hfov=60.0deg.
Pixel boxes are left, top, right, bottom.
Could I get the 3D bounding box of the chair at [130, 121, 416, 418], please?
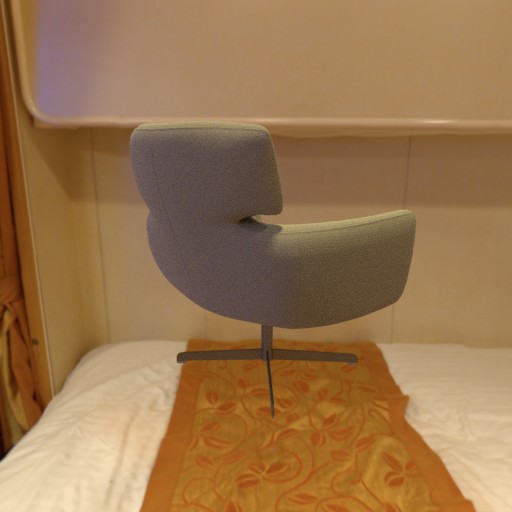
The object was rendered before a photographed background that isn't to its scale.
[{"bbox_3d":[0.000,0.000,1.430,0.760,0.810,0.730,14,20,43],"label":"chair"}]
